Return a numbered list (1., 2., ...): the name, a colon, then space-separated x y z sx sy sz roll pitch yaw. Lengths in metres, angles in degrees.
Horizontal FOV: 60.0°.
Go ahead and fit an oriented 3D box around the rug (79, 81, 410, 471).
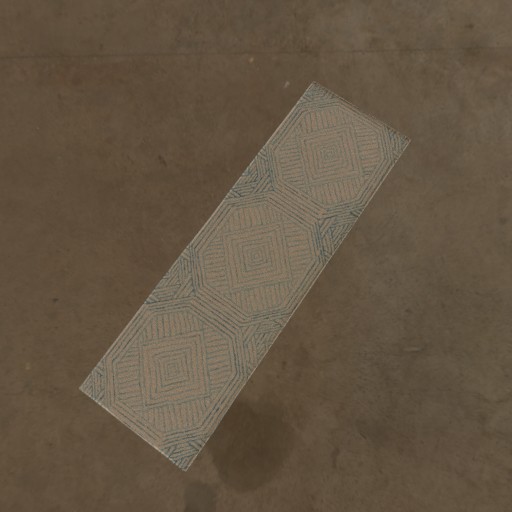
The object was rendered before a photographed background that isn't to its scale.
1. rug: 0.000 0.000 2.727 0.775 0.012 2.452 34 79 8
